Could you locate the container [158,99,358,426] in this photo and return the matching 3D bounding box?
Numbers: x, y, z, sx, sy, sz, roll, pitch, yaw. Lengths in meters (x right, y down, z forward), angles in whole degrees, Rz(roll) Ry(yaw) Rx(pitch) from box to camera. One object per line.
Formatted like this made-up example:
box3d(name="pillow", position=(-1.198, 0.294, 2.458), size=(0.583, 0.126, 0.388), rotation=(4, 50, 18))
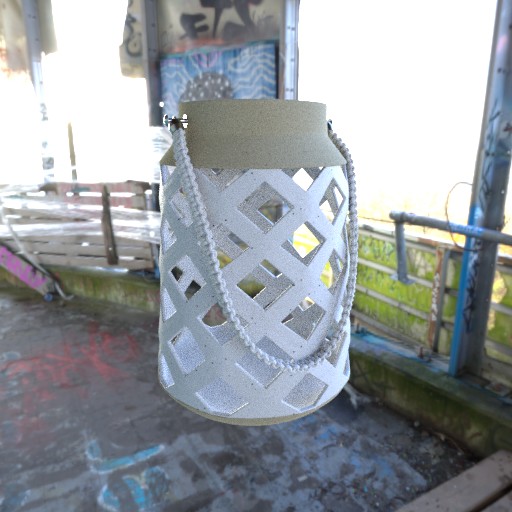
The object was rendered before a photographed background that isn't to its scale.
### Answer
box3d(name="container", position=(0.000, 0.000, 0.407), size=(0.188, 0.264, 0.198), rotation=(-8, 17, -27))
